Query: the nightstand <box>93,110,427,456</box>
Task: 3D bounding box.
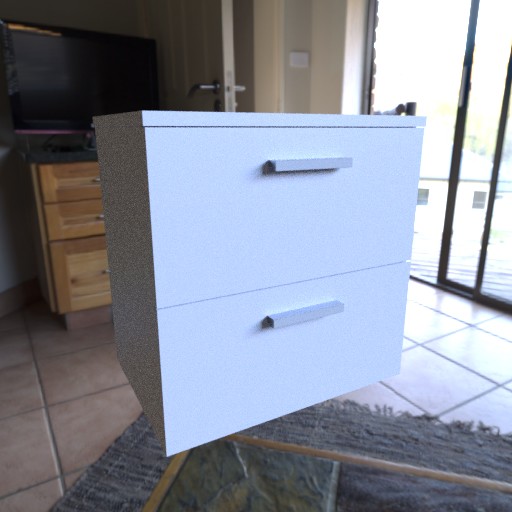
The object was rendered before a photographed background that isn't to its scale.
[{"bbox_3d":[0.000,0.000,0.766,0.441,0.460,0.325,-9,18,-28],"label":"nightstand"}]
